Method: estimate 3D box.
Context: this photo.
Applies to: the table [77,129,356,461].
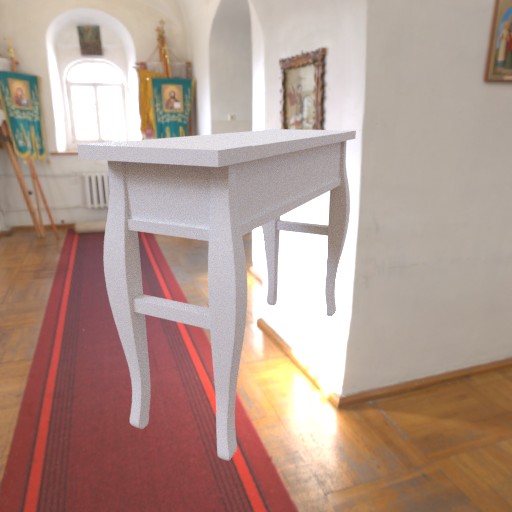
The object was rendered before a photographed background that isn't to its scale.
[{"bbox_3d":[0.000,0.000,1.464,0.373,0.768,1.062,8,20,24],"label":"table"}]
